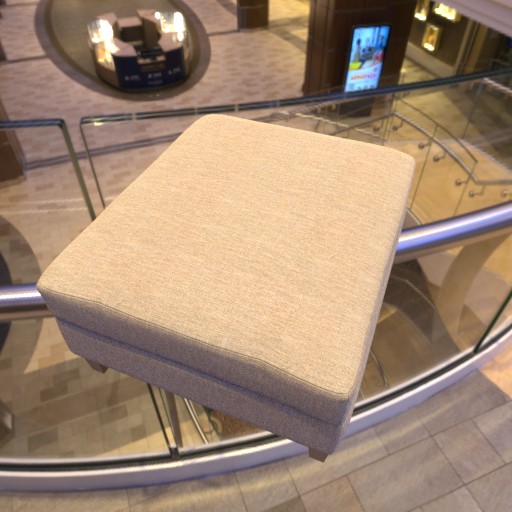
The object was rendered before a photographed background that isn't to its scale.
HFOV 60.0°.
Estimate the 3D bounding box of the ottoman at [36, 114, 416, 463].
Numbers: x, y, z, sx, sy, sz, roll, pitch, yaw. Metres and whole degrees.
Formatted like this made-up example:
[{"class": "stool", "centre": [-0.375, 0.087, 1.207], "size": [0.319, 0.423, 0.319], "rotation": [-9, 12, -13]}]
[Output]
[{"class": "ottoman", "centre": [0.000, 0.000, 1.441], "size": [0.836, 0.492, 0.976], "rotation": [16, 47, 15]}]
